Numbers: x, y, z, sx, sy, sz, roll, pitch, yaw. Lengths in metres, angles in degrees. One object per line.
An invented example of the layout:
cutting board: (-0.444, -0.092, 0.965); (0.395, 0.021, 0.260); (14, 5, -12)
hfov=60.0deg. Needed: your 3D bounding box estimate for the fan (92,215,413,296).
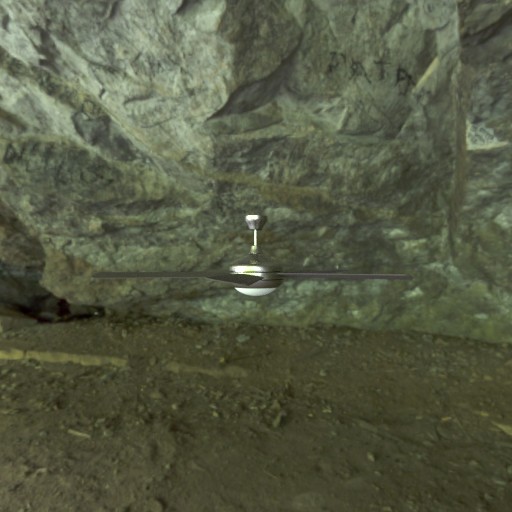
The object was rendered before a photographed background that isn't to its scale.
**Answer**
fan: (0.000, 0.000, 1.984); (1.321, 0.356, 1.321); (0, -1, 18)
